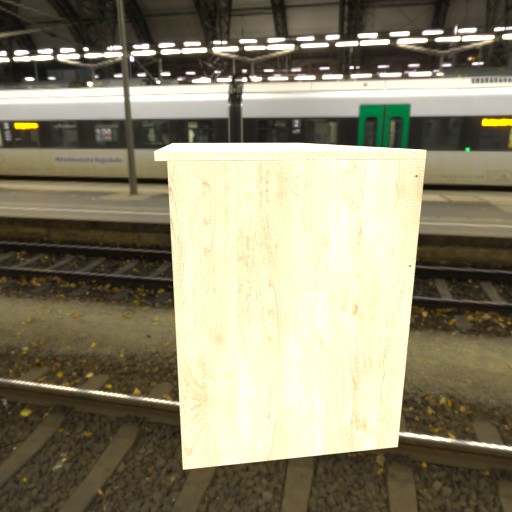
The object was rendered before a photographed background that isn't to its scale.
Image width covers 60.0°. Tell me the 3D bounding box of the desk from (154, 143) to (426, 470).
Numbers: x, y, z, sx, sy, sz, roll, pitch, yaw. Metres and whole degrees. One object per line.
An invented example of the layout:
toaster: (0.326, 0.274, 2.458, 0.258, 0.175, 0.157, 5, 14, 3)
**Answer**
desk: (0.000, 0.000, 1.510, 0.560, 0.730, 1.100, -2, 15, -8)
